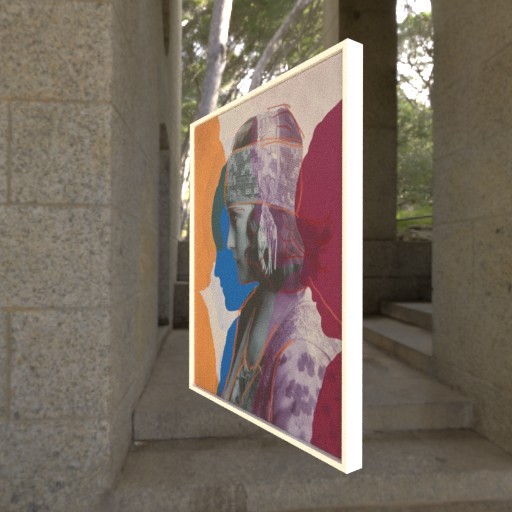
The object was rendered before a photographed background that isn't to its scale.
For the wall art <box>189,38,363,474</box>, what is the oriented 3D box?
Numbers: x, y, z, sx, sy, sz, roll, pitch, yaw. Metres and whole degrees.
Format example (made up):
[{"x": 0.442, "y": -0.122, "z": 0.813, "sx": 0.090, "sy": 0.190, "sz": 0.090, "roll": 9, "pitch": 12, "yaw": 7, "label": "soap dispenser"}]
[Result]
[{"x": 0.000, "y": 0.000, "z": 0.748, "sx": 0.030, "sy": 0.549, "sz": 0.443, "roll": 0, "pitch": 0, "yaw": -35, "label": "wall art"}]
